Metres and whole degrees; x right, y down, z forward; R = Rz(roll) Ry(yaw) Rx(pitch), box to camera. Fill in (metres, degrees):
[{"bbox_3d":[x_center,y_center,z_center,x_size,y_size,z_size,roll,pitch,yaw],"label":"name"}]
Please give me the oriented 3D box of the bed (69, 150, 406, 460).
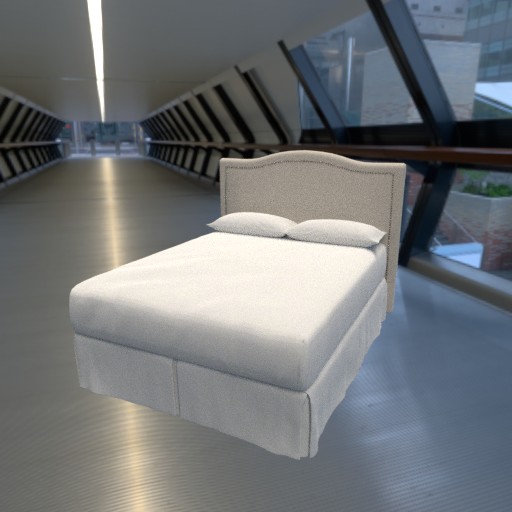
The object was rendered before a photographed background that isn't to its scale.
[{"bbox_3d":[0.000,0.000,3.300,1.753,1.460,2.143,8,17,25],"label":"bed"}]
